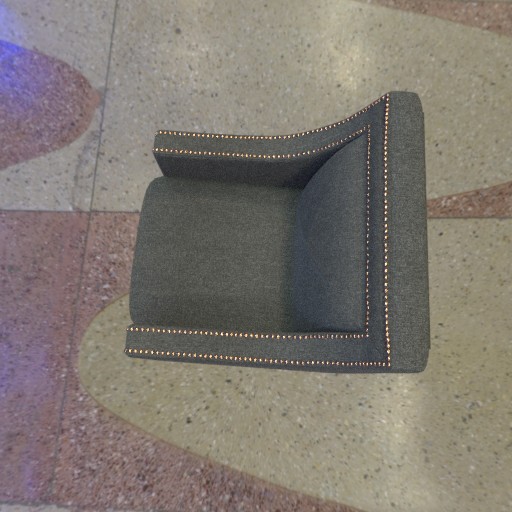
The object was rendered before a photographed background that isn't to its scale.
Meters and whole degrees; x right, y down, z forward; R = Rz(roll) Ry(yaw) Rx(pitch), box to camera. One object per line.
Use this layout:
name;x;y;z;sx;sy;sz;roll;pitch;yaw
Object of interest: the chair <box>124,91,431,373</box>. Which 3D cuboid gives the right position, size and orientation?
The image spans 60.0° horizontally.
chair;0.000;0.000;1.601;0.884;0.967;0.776;4;75;1
